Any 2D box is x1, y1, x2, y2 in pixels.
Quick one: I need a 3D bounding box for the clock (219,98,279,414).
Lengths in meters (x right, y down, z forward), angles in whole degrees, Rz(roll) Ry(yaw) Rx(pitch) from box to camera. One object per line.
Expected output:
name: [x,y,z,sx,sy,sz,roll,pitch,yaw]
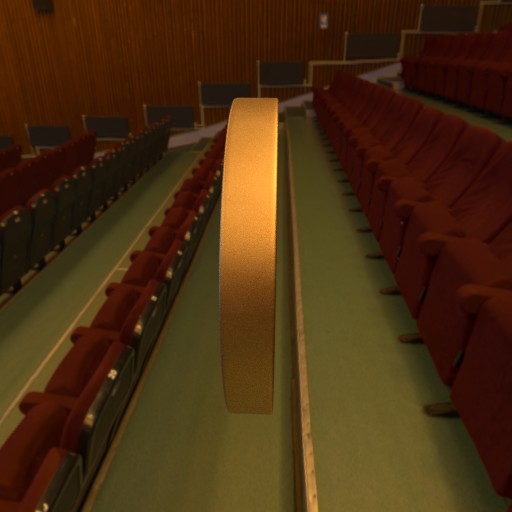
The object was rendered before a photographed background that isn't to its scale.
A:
clock: [0.000,0.000,0.467,0.040,0.314,0.314,1,26,2]
